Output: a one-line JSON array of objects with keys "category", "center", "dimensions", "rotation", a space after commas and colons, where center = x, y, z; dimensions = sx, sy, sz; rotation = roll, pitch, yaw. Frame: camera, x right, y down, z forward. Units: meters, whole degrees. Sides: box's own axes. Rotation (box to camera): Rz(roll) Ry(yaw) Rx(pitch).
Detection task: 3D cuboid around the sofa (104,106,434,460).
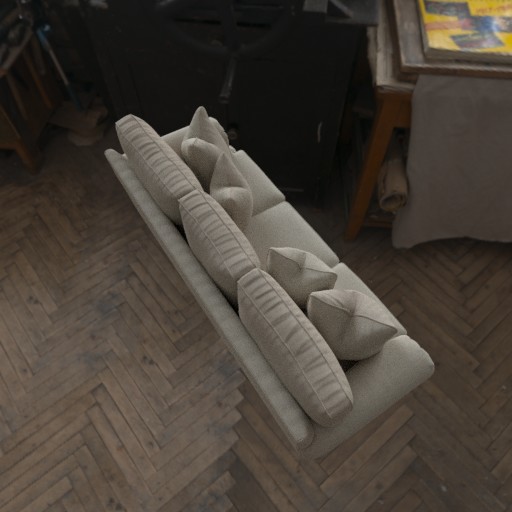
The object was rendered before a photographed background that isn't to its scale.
[{"category": "sofa", "center": [0.000, 0.000, 2.781], "dimensions": [0.965, 0.975, 2.312], "rotation": [-29, 62, -17]}]
